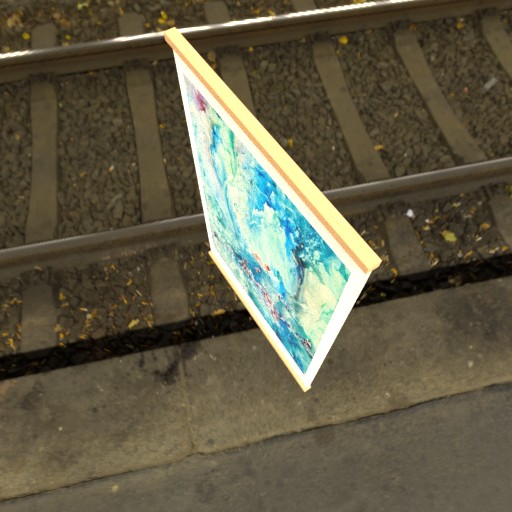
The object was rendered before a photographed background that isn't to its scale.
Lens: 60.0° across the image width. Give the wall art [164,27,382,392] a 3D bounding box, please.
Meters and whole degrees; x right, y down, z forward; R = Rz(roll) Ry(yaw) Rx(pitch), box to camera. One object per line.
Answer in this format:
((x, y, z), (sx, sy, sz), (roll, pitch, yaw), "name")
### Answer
((0.000, 0.000, 1.268), (0.027, 1.020, 0.669), (-30, 67, -15), "wall art")
